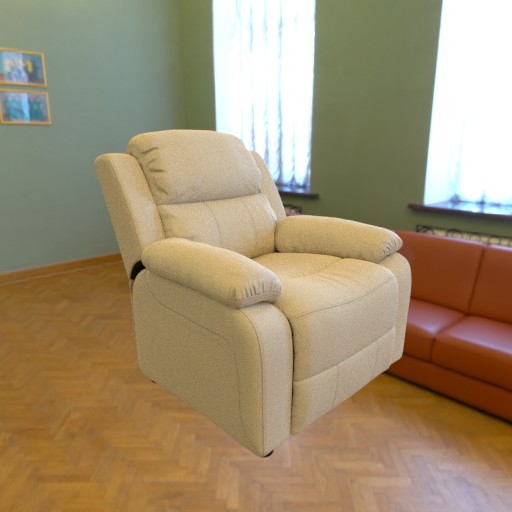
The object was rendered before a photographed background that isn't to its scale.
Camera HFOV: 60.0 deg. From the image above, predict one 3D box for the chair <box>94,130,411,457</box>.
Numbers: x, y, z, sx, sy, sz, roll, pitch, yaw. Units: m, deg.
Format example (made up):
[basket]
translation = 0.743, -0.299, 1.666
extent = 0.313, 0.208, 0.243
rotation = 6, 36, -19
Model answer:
[chair]
translation = 0.000, 0.000, 1.267
extent = 0.709, 0.702, 0.680
rotation = 14, 20, 43
